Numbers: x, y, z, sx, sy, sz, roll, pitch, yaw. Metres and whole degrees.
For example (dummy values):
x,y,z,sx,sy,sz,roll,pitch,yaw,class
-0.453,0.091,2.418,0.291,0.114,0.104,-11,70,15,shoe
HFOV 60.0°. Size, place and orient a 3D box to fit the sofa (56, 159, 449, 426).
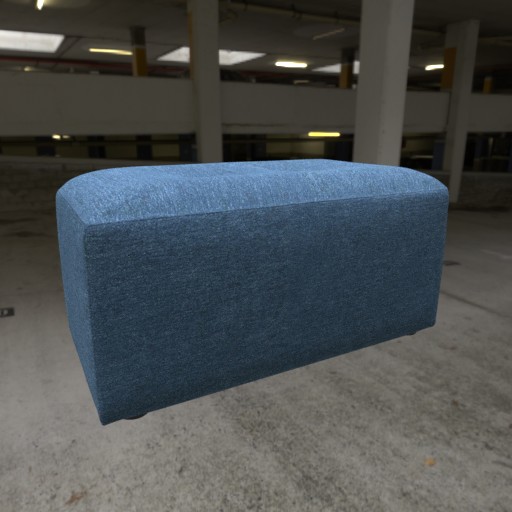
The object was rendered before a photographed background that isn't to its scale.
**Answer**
x,y,z,sx,sy,sz,roll,pitch,yaw,class
0.000,0.000,1.186,0.930,0.470,0.480,-9,18,-28,sofa
